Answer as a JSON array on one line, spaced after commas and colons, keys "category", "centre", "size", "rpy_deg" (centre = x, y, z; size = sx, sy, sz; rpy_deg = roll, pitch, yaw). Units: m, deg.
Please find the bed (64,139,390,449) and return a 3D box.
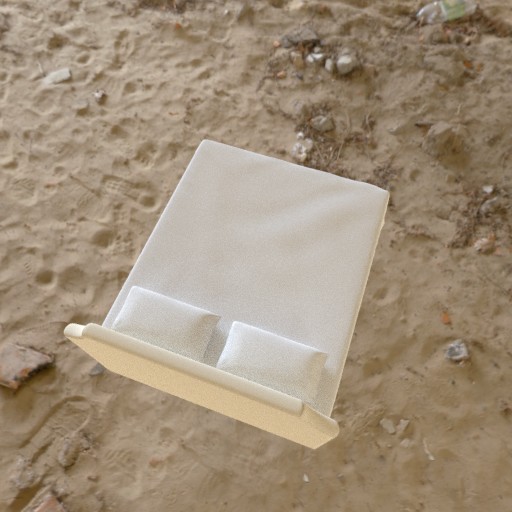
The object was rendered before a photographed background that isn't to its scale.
[{"category": "bed", "centre": [0.000, 0.000, 4.284], "size": [2.350, 1.590, 2.773], "rpy_deg": [18, 64, 9]}]
